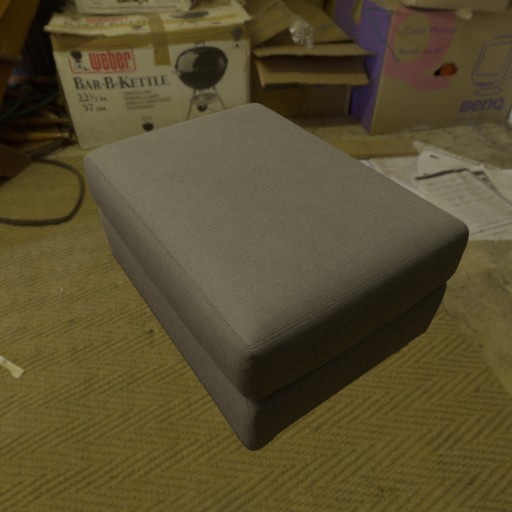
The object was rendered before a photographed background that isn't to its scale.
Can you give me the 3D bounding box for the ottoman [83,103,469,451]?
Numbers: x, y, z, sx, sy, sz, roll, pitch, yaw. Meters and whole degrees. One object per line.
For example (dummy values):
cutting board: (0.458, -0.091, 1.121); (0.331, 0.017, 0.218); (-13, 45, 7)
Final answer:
ottoman: (0.000, 0.000, 1.129); (0.574, 0.497, 0.773); (-25, 47, -25)
